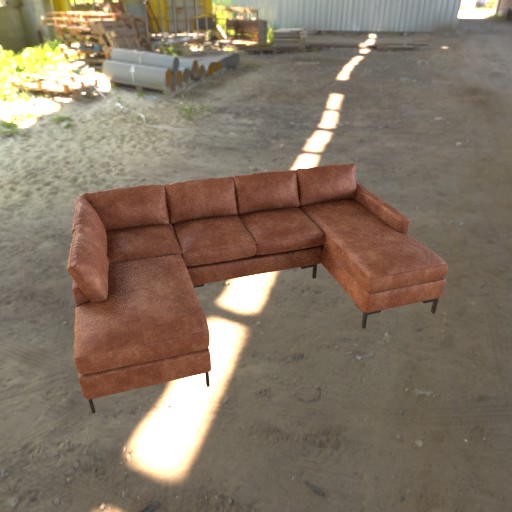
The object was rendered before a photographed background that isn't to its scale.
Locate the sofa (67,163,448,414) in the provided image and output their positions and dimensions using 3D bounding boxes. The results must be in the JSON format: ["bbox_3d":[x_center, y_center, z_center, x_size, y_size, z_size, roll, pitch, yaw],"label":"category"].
[{"bbox_3d":[0.000,0.000,3.890,2.956,0.900,1.939,-9,31,-15],"label":"sofa"}]
